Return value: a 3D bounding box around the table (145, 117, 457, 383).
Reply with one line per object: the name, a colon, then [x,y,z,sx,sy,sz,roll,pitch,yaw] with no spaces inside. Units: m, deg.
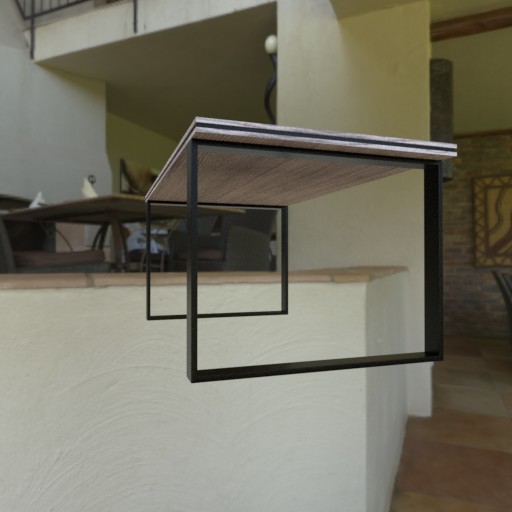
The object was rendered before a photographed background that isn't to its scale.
table: [0.000,0.000,2.083,0.881,0.736,1.579,0,-1,-19]
